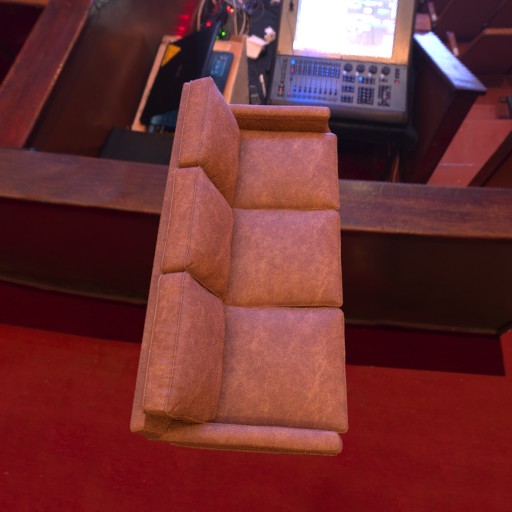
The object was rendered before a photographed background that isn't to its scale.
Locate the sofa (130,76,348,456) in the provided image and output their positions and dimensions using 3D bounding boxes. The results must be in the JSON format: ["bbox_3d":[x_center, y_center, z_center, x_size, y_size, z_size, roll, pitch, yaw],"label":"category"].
[{"bbox_3d":[0.000,0.000,2.786,1.084,1.003,2.246,2,65,1],"label":"sofa"}]
